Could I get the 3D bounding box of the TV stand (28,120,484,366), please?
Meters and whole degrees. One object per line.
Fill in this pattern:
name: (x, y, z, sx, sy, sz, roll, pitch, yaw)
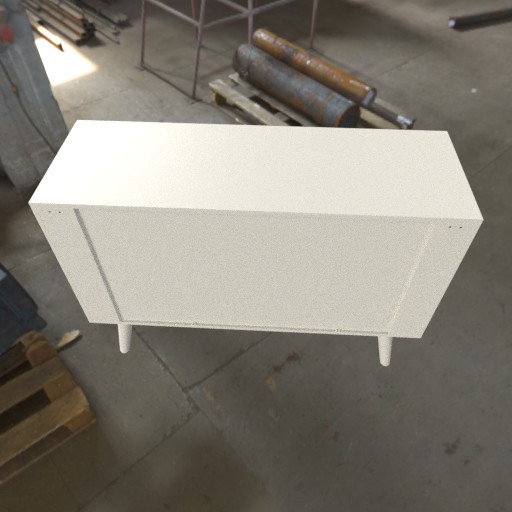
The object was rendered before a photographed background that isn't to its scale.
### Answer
TV stand: (0.000, 0.000, 1.597, 1.193, 0.812, 0.406, 2, 49, 2)
